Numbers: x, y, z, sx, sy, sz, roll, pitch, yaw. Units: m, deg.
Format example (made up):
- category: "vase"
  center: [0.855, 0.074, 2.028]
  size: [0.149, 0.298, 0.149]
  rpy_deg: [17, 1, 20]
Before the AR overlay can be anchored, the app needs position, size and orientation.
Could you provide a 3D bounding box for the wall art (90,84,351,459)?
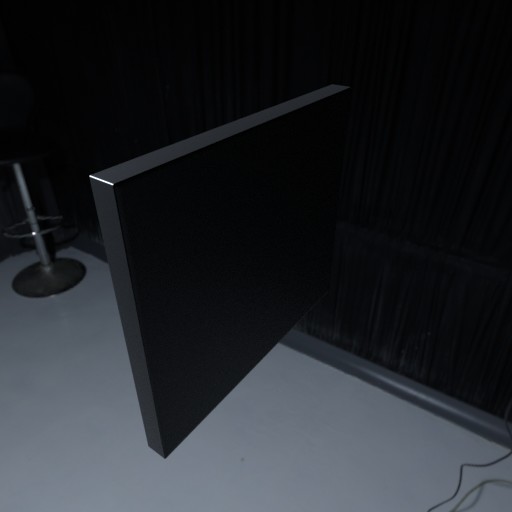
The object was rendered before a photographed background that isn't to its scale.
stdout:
- category: "wall art"
  center: [0.000, 0.000, 0.539]
  size: [0.028, 0.330, 0.380]
  rpy_deg: [22, 39, 30]
